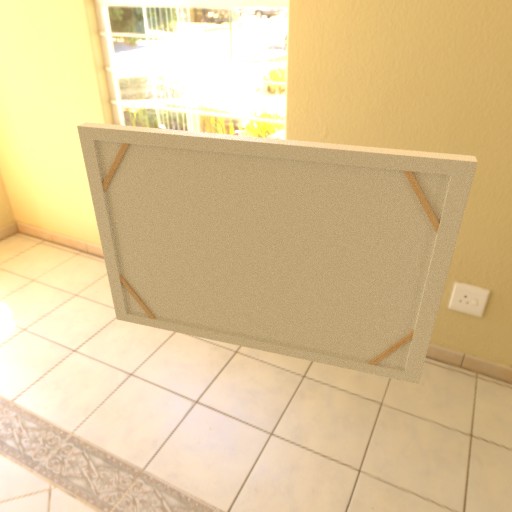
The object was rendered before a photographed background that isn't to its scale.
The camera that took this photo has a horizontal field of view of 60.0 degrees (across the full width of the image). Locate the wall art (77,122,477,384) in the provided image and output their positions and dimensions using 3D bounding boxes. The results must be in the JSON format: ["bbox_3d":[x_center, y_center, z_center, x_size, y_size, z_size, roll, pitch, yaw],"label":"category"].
[{"bbox_3d":[0.000,0.000,1.150,0.914,0.609,0.038,9,32,15],"label":"wall art"}]
